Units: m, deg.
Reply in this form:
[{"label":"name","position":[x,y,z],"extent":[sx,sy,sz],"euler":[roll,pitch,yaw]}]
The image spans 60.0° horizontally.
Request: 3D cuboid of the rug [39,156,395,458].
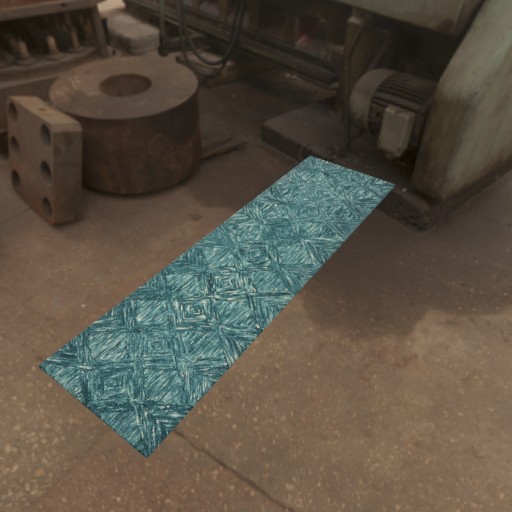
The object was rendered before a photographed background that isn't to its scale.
[{"label":"rug","position":[0.000,0.000,2.469],"extent":[0.676,0.016,2.286],"euler":[26,48,26]}]
